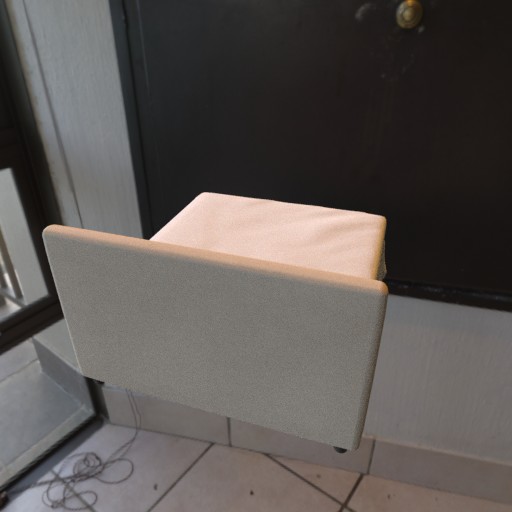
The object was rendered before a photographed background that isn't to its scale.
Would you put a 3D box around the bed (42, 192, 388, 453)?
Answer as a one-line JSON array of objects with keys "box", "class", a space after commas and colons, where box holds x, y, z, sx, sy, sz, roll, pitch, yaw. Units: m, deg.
[{"box": [0.000, 0.000, 3.653, 2.119, 1.317, 2.319, 10, 32, 16], "class": "bed"}]
